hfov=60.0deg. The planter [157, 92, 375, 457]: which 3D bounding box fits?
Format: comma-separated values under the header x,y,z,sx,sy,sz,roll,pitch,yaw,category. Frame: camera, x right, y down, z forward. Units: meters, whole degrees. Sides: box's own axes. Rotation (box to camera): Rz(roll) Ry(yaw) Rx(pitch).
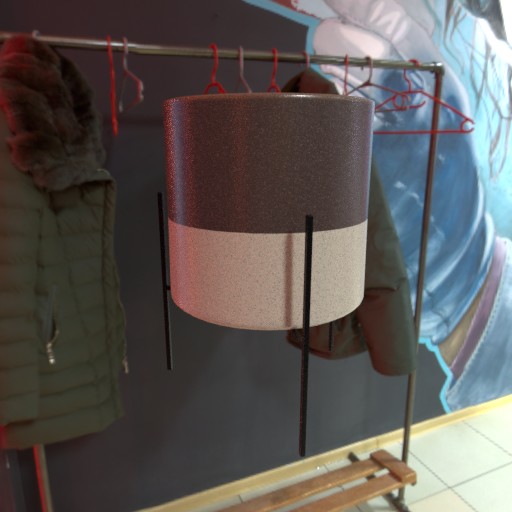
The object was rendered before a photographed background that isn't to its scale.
x,y,z,sx,sy,sz,roll,pitch,yaw,category
0.000,0.000,0.536,0.260,0.353,0.250,2,15,9,planter
